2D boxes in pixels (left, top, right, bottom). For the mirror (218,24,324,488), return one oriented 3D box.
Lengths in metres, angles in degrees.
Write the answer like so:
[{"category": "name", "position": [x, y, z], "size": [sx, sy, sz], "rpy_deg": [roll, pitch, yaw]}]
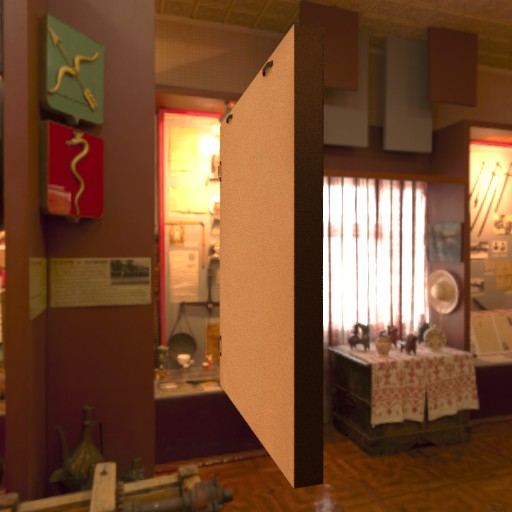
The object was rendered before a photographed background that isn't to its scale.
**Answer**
[{"category": "mirror", "position": [0.000, 0.000, 0.683], "size": [0.041, 0.509, 0.406], "rpy_deg": [0, 0, -16]}]
